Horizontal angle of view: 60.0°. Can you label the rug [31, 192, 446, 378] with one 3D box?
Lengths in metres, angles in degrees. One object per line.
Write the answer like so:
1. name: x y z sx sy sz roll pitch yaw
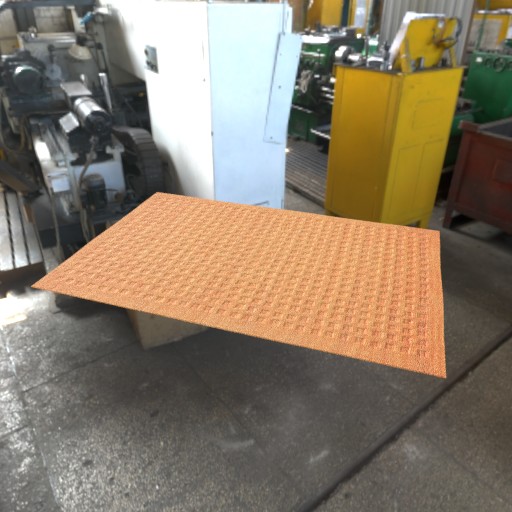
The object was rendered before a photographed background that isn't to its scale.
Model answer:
1. rug: 0.000 0.000 2.209 1.747 0.006 1.143 10 32 16
